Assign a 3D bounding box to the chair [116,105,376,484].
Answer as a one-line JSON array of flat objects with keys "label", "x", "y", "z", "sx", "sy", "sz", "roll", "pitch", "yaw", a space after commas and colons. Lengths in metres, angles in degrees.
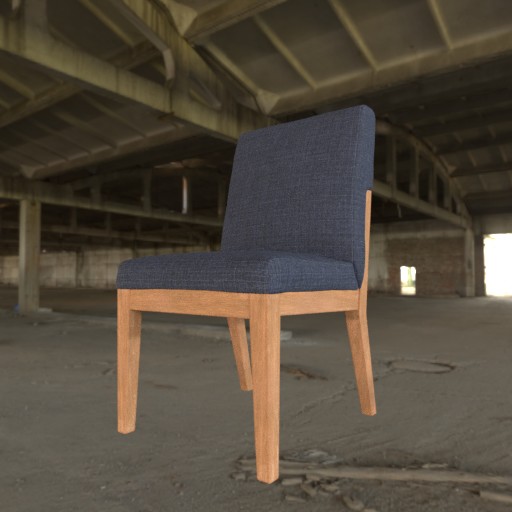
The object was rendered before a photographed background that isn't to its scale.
[{"label": "chair", "x": 0.000, "y": 0.000, "z": 1.236, "sx": 0.507, "sy": 0.911, "sz": 0.586, "roll": -2, "pitch": -3, "yaw": 37}]
